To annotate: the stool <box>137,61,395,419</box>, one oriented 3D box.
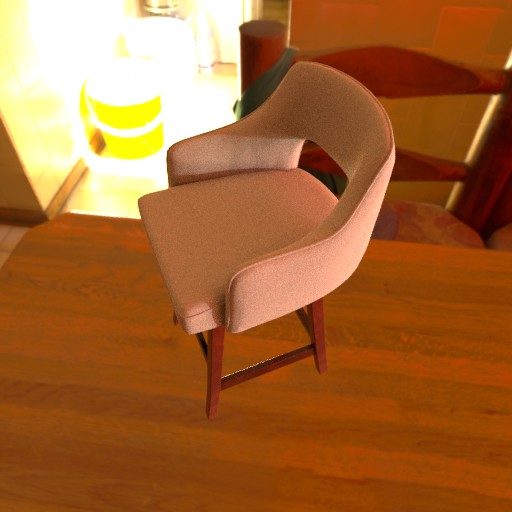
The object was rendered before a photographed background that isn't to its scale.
[{"bbox_3d":[0.000,0.000,1.294,0.560,0.936,0.550,-17,50,-15],"label":"stool"}]
